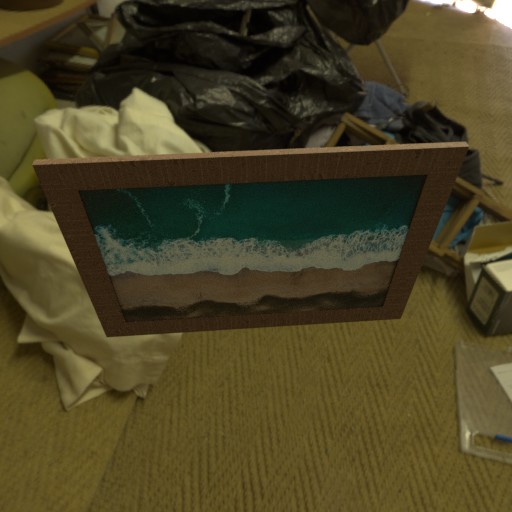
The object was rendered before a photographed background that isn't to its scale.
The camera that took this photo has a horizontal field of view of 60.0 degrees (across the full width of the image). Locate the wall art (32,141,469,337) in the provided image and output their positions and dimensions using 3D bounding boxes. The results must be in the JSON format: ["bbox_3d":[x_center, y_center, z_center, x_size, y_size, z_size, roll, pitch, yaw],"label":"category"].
[{"bbox_3d":[0.000,0.000,1.160,0.917,0.626,0.019,-3,46,-3],"label":"wall art"}]
